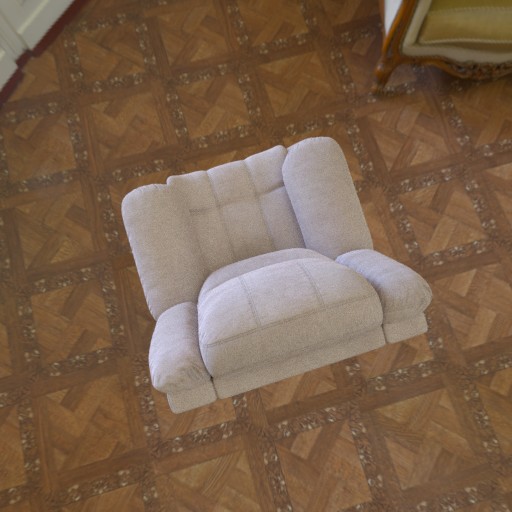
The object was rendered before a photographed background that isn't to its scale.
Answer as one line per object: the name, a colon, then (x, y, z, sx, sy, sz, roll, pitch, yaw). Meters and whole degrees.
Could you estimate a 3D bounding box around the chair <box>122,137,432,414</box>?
chair: (0.000, 0.000, 1.759, 0.899, 1.008, 0.944, -17, 75, -4)
